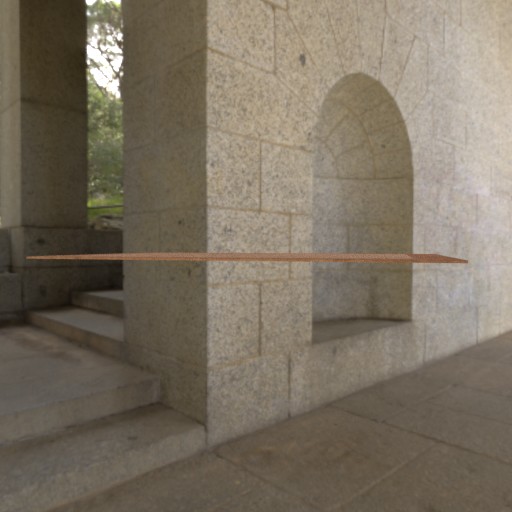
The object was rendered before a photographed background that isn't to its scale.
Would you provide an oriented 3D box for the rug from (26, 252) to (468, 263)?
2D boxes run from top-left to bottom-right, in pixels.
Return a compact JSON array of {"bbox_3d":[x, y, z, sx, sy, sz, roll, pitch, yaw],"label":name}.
[{"bbox_3d":[0.000,0.000,3.049,2.438,0.014,1.524,0,1,17],"label":"rug"}]
